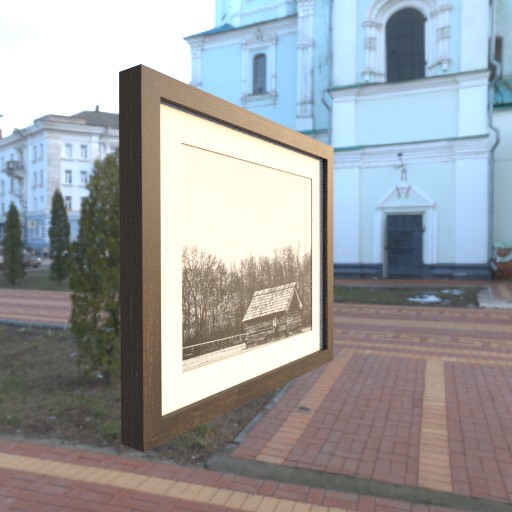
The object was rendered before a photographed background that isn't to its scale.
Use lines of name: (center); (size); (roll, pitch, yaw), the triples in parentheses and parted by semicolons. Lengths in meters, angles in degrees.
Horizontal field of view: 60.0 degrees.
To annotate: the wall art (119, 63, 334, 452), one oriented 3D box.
wall art: (0.000, 0.000, 0.541); (0.031, 0.330, 0.381); (1, 1, 35)
